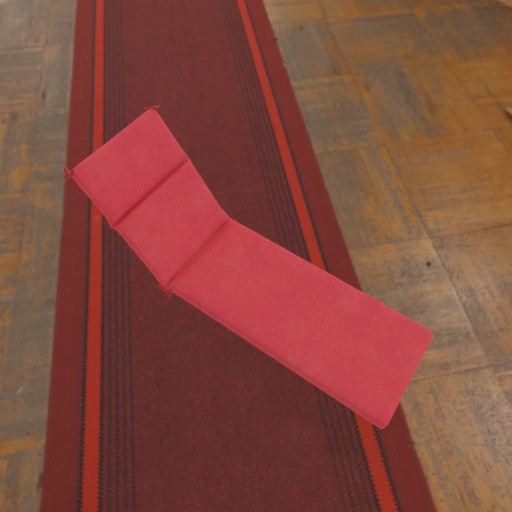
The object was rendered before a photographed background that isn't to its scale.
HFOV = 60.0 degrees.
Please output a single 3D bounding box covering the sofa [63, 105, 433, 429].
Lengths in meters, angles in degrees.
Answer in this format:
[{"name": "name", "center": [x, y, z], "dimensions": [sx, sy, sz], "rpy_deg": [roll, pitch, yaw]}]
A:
[{"name": "sofa", "center": [0.000, 0.000, 1.991], "dimensions": [1.663, 0.622, 0.582], "rpy_deg": [30, 61, 18]}]
